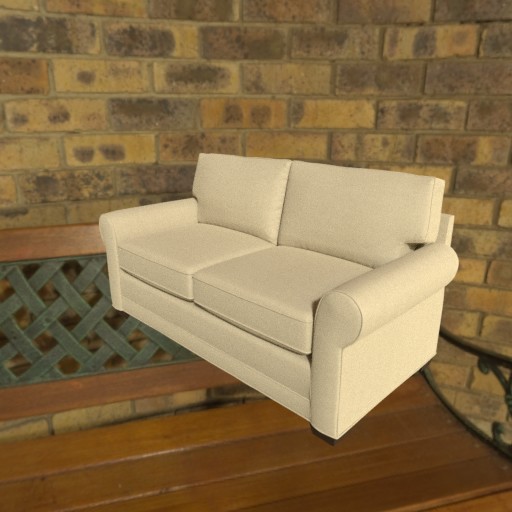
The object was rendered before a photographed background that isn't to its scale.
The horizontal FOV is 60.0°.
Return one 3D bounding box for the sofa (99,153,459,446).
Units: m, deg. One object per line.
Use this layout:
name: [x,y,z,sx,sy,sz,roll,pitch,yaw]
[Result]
sofa: [0.000,0.000,2.283,1.774,0.933,0.861,17,25,42]
